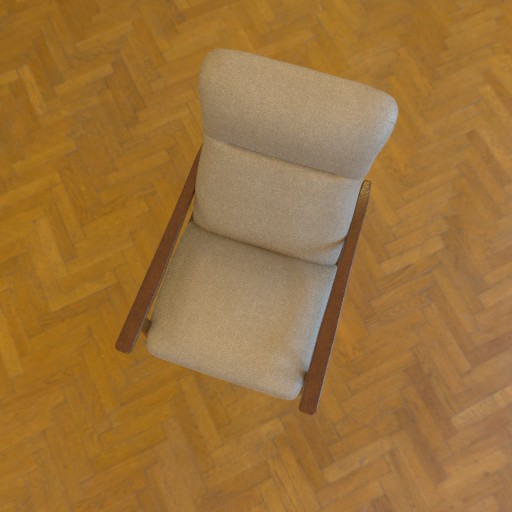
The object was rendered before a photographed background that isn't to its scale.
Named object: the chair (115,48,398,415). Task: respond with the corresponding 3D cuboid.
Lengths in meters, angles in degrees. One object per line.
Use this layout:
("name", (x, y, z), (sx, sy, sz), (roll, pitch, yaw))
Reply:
("chair", (0.000, 0.000, 1.792), (0.762, 1.082, 1.030), (17, 76, 4))
